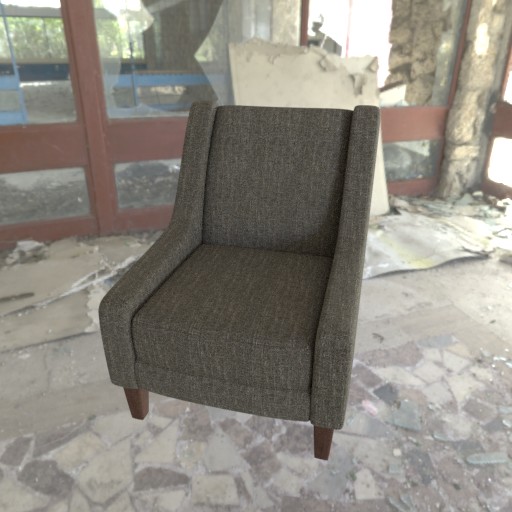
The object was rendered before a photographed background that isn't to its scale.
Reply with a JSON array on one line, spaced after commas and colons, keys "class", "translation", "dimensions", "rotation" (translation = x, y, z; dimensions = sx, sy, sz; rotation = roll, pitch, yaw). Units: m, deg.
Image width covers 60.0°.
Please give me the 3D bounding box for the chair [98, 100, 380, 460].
[{"class": "chair", "translation": [0.000, 0.000, 1.670], "dimensions": [0.793, 1.012, 0.944], "rotation": [7, 26, 14]}]
